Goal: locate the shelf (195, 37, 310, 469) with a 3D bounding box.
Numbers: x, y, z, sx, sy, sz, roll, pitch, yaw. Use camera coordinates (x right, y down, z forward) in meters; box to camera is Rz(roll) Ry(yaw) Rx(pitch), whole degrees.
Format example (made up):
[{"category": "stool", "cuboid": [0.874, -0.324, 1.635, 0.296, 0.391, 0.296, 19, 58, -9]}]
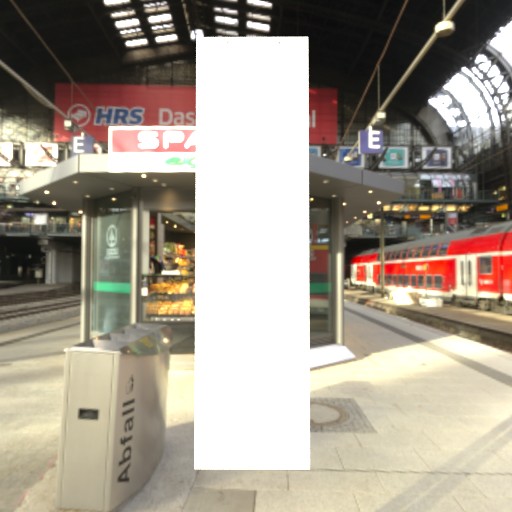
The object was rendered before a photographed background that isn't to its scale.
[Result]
[{"category": "shelf", "cuboid": [0.000, 0.000, 2.661, 0.500, 1.820, 1.600, 0, -2, 0]}]
